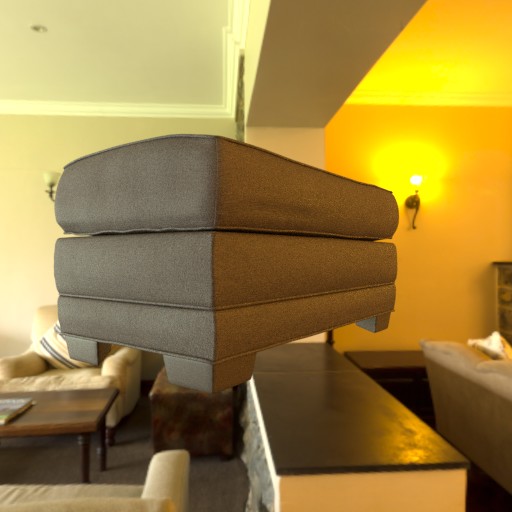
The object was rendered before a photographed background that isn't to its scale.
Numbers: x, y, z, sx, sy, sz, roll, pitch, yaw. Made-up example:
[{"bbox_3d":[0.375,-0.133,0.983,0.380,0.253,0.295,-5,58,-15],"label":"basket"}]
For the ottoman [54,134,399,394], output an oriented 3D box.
[{"bbox_3d":[0.000,0.000,1.158,0.490,0.448,0.864,0,0,36],"label":"ottoman"}]
